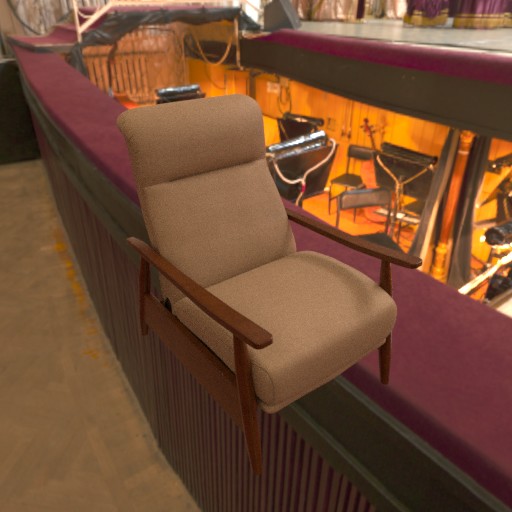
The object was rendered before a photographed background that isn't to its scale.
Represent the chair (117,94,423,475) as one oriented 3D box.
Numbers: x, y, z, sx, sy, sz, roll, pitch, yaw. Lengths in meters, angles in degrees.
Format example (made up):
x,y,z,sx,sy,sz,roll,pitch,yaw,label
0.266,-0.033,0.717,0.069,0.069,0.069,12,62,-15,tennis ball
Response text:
x,y,z,sx,sy,sz,roll,pitch,yaw,label
0.000,0.000,1.810,0.762,1.082,1.030,-21,36,-31,chair
